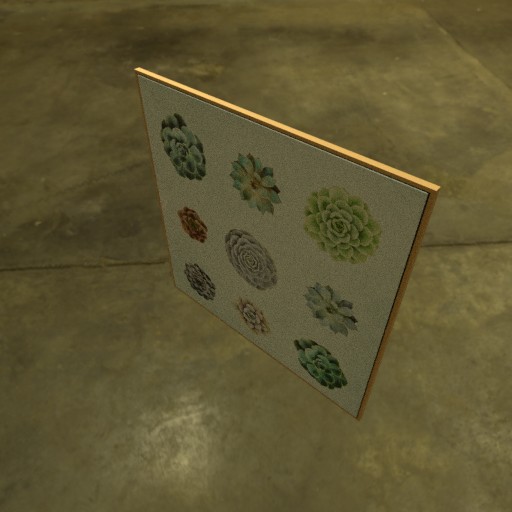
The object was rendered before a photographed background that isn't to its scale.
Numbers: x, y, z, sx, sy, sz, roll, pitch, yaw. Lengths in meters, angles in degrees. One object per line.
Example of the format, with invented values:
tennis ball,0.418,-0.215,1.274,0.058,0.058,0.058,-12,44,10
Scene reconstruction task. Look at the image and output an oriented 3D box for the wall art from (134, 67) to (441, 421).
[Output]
wall art,0.000,0.000,0.981,0.657,0.655,0.014,31,51,29
